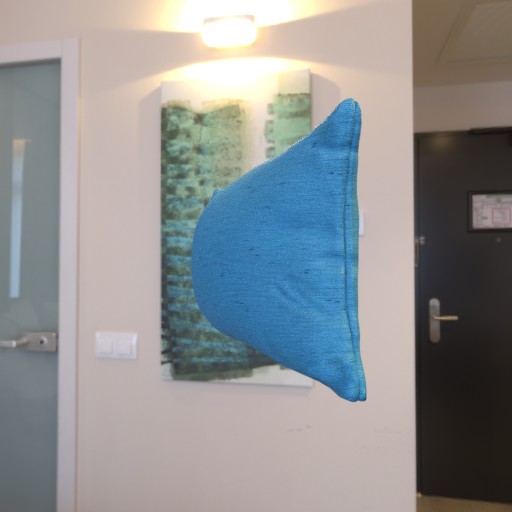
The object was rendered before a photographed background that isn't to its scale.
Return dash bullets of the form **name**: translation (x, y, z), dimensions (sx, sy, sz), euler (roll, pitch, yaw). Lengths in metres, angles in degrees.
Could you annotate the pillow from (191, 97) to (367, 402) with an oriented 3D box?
- **pillow**: translation (0.000, 0.000, 0.779), dimensions (0.210, 0.338, 0.633), euler (0, -1, -19)
